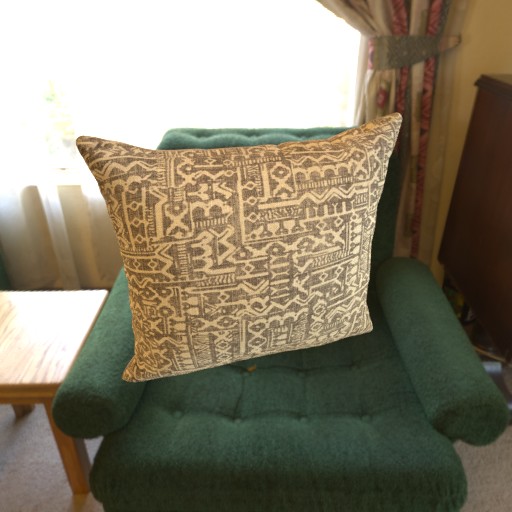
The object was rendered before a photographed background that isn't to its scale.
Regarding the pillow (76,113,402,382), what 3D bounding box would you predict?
[{"bbox_3d":[0.000,0.000,0.823,0.546,0.487,0.180,-8,31,-14],"label":"pillow"}]
